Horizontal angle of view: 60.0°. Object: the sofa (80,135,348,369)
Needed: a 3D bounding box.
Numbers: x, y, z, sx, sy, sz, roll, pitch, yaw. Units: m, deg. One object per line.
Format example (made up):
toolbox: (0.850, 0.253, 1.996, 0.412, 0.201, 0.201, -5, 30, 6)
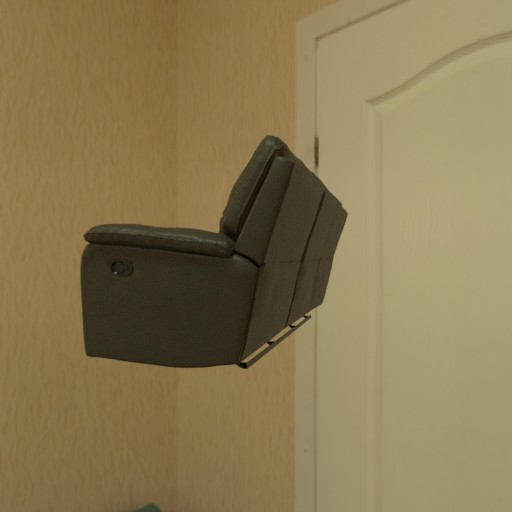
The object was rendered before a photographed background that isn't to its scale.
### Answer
sofa: (0.000, 0.000, 3.205, 1.104, 1.134, 2.627, 0, 0, 17)
